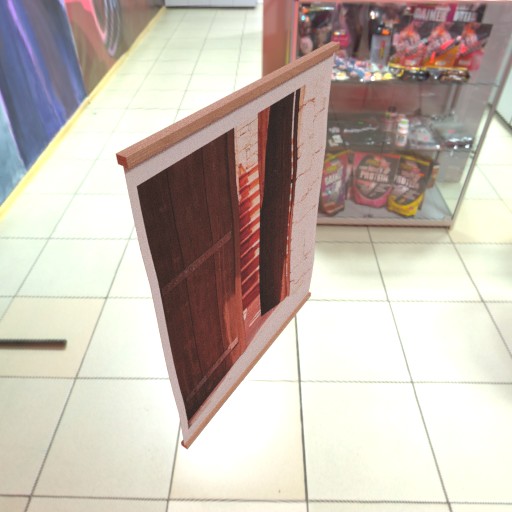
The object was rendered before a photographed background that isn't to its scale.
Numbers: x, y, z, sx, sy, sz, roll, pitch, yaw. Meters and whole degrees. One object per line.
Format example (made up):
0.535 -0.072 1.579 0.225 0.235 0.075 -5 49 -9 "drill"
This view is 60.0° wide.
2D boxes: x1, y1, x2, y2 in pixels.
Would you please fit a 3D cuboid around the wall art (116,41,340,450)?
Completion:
0.000 0.000 0.663 0.013 0.508 0.406 24 46 25 "wall art"
